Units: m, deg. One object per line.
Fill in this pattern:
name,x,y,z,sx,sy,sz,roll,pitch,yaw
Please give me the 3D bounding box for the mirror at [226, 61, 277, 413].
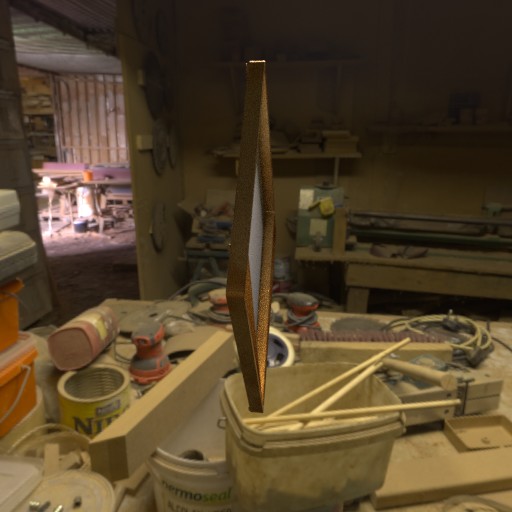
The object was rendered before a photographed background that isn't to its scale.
mirror,0.000,0.000,0.836,0.032,0.679,0.419,2,16,9
